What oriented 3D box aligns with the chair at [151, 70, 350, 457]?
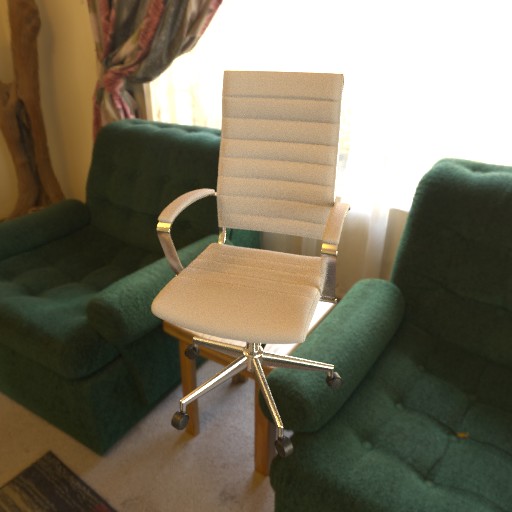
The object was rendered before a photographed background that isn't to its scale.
[{"bbox_3d":[0.000,0.000,1.546,0.679,1.149,0.667,8,28,16],"label":"chair"}]
